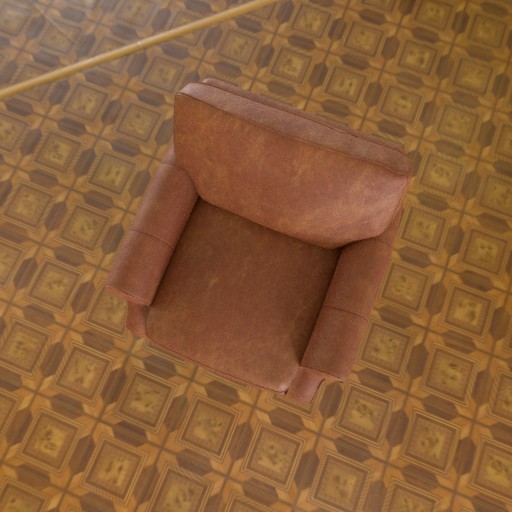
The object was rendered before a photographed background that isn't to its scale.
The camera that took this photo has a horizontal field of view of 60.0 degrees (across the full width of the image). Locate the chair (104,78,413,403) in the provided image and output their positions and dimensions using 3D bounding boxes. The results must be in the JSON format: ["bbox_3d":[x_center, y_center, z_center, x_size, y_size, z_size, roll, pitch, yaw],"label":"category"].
[{"bbox_3d":[0.000,0.000,1.797,0.983,0.962,0.986,21,77,5],"label":"chair"}]
